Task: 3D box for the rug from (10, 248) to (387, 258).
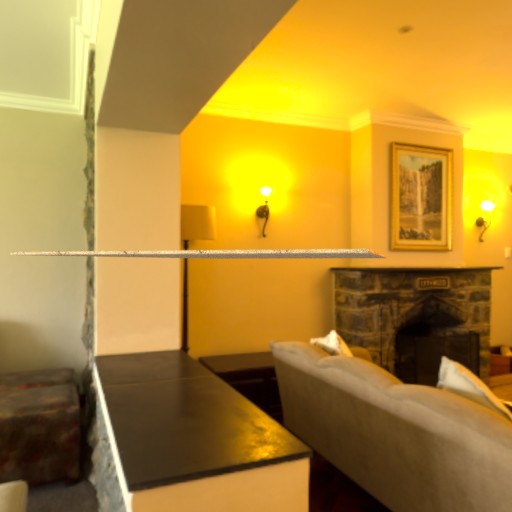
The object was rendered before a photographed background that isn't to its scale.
[{"bbox_3d":[0.000,0.000,2.797,1.528,0.014,2.292,0,-1,18],"label":"rug"}]
